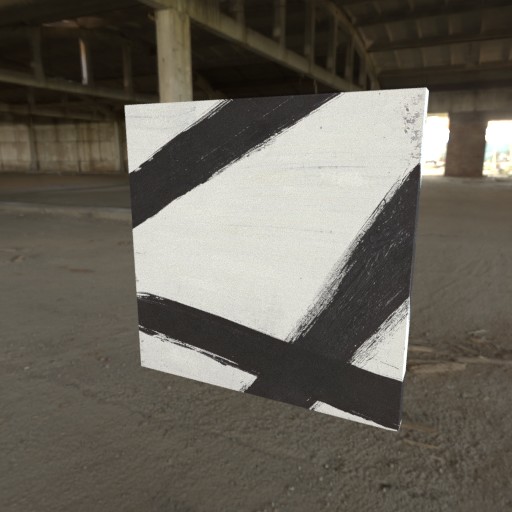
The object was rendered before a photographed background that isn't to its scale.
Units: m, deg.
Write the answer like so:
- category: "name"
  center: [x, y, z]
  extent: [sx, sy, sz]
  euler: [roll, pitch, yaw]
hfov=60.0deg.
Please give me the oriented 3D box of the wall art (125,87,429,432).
- category: "wall art"
  center: [0.000, 0.000, 1.137]
  extent: [0.765, 0.765, 0.046]
  euler: [6, 15, 25]
